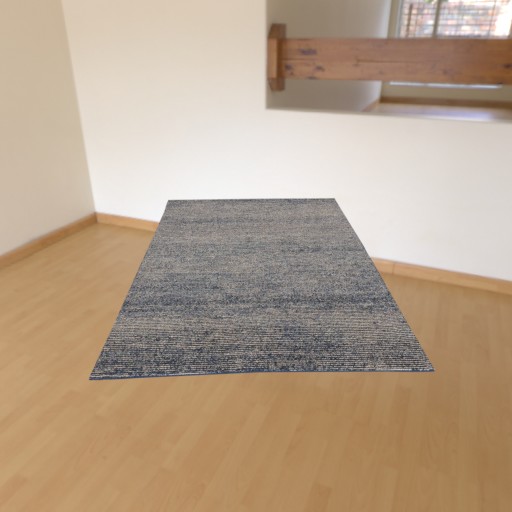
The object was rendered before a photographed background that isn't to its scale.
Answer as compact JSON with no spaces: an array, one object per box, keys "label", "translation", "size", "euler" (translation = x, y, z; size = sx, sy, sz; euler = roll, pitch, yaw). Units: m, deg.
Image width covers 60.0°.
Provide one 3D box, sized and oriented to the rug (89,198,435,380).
[{"label":"rug","translation":[0.000,0.000,2.275],"size":[1.159,0.025,1.793],"euler":[-1,26,-2]}]
